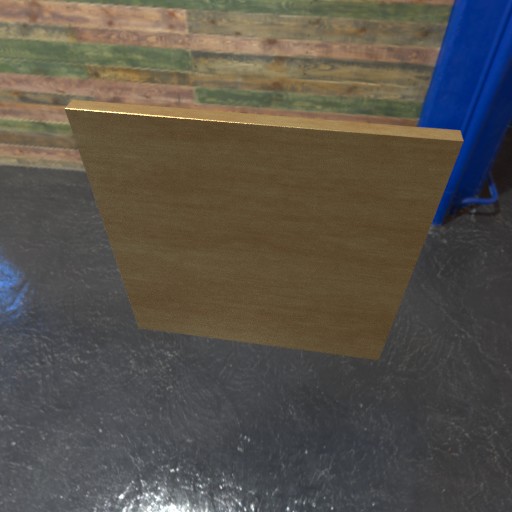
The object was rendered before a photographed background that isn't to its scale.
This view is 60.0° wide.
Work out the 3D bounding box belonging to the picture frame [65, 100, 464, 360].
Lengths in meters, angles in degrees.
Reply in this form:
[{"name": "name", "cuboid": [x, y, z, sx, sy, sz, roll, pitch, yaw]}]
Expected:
[{"name": "picture frame", "cuboid": [0.000, 0.000, 1.122, 0.758, 0.761, 0.037, 6, 47, 6]}]
